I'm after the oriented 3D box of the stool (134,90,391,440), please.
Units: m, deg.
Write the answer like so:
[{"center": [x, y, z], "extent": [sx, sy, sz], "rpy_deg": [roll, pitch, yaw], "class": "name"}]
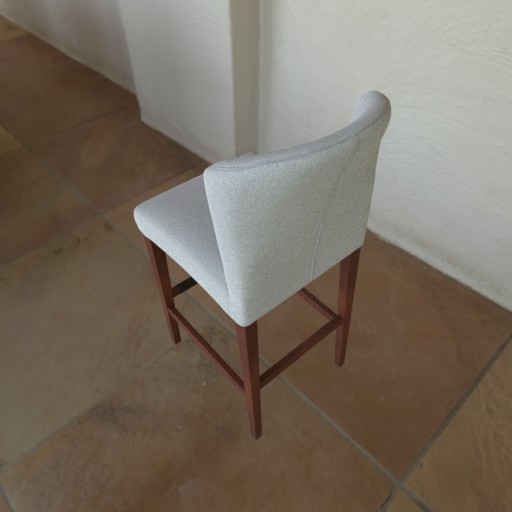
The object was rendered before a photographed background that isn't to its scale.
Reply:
[{"center": [0.000, 0.000, 1.331], "extent": [0.479, 1.069, 0.568], "rpy_deg": [-32, 54, -27], "class": "stool"}]
